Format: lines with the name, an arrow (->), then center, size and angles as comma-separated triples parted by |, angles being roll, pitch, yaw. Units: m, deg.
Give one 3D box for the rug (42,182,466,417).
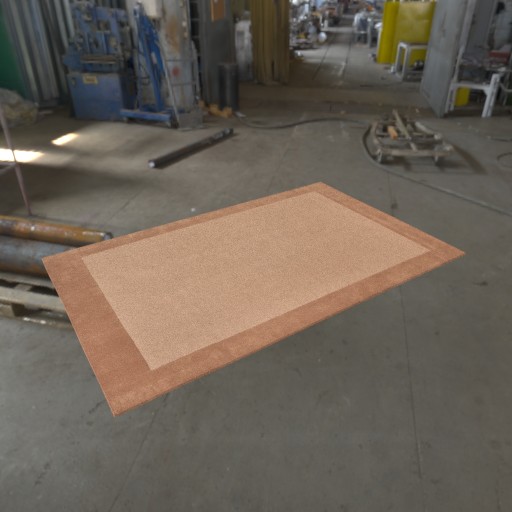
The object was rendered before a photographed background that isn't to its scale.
rug -> 0.000, 0.000, 2.994 | 2.438, 0.014, 1.524 | -19, 36, -28
